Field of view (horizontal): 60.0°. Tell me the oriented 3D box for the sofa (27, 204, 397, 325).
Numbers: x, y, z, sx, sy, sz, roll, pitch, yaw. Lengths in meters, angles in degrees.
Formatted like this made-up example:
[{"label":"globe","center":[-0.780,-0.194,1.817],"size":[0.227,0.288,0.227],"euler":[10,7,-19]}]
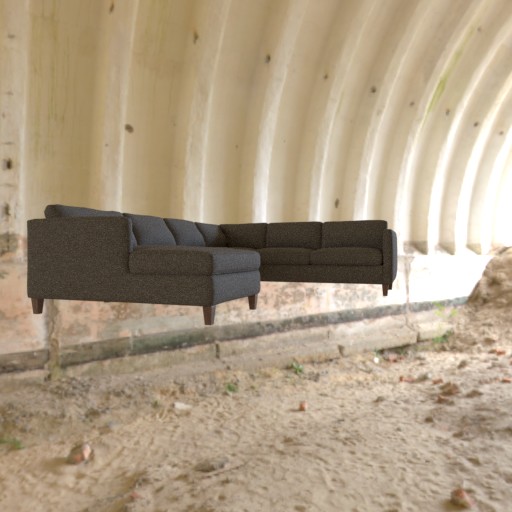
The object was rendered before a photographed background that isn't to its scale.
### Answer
[{"label":"sofa","center":[0.000,0.000,4.389],"size":[2.551,0.853,3.238],"euler":[0,1,20]}]
